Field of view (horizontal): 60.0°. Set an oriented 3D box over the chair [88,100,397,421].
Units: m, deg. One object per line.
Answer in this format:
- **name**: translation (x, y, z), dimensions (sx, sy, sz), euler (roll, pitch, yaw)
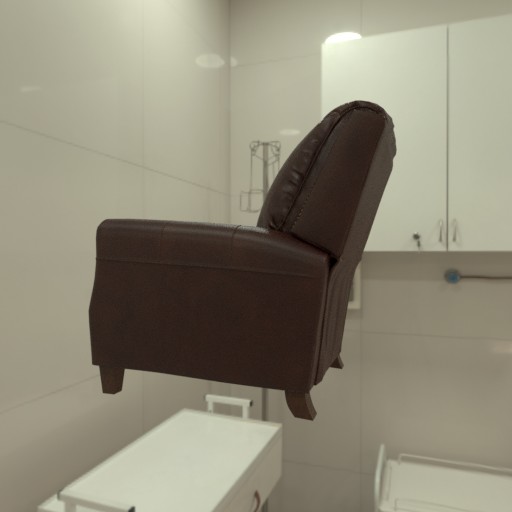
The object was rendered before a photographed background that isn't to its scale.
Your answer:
- **chair**: translation (0.000, 0.000, 1.811), dimensions (1.089, 1.022, 0.826), euler (0, 0, 19)
